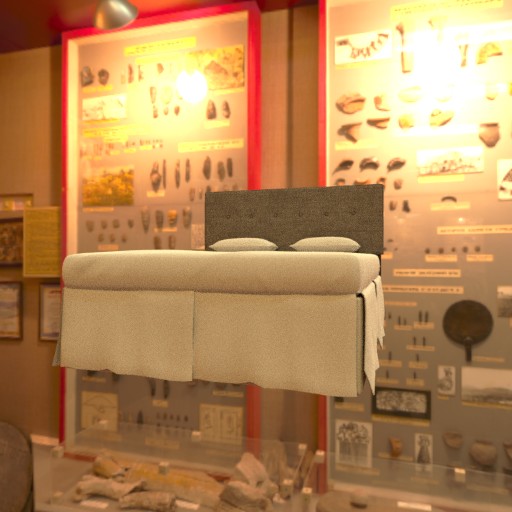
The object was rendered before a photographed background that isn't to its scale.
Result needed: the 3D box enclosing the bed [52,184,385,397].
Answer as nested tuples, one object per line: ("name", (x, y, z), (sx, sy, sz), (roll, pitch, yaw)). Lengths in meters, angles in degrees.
("bed", (0.000, 0.000, 2.949), (1.621, 1.168, 1.958), (0, 0, 18))
